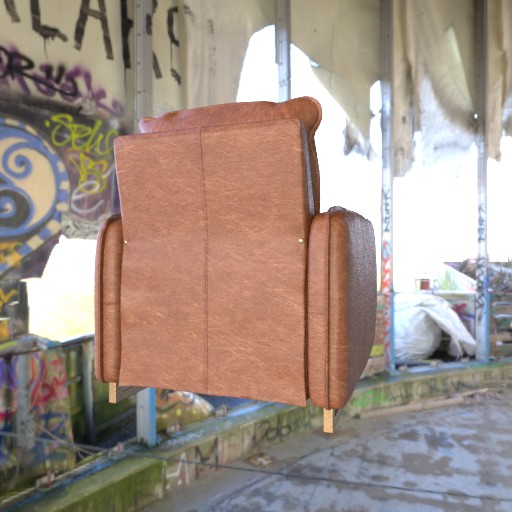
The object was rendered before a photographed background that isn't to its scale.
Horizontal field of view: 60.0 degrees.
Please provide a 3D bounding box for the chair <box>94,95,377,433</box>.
[{"bbox_3d":[0.000,0.000,1.642,0.830,0.922,0.922,0,1,20],"label":"chair"}]
